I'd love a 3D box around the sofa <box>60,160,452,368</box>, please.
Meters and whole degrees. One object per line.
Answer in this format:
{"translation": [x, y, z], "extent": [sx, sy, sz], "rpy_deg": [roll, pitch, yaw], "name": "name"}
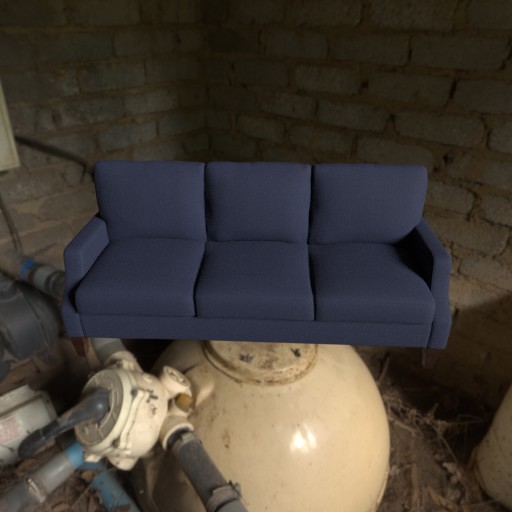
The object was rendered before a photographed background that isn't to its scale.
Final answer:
{"translation": [0.000, 0.000, 2.656], "extent": [2.115, 0.984, 0.888], "rpy_deg": [1, 29, 3], "name": "sofa"}
